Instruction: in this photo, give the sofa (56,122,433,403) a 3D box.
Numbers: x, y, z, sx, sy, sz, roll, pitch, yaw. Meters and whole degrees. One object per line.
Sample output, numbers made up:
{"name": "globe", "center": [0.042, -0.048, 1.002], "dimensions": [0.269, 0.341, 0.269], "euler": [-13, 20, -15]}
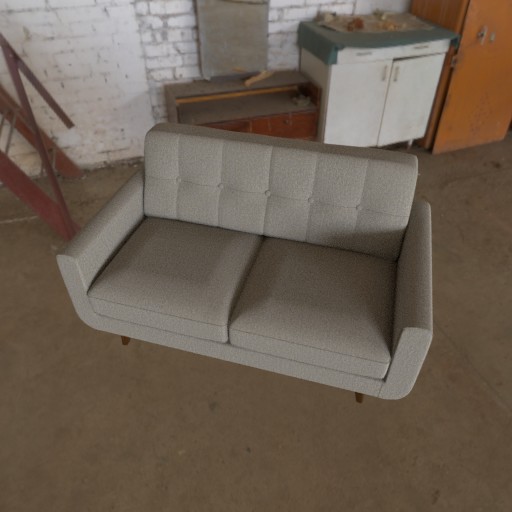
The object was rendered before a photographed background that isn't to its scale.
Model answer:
{"name": "sofa", "center": [0.000, 0.000, 2.265], "dimensions": [1.651, 0.925, 0.952], "euler": [11, 42, 12]}
